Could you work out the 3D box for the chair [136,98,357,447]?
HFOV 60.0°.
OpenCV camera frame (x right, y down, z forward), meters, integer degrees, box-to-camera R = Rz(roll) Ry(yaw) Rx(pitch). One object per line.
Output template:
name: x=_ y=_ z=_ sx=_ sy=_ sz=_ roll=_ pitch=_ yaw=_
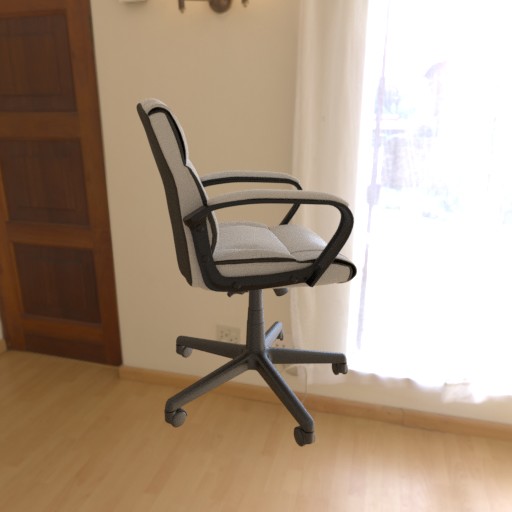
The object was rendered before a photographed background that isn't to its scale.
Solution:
chair: x=0.000 y=0.000 z=1.507 sx=0.717 sy=1.004 sz=0.739 roll=-3 pitch=17 yaw=-9
